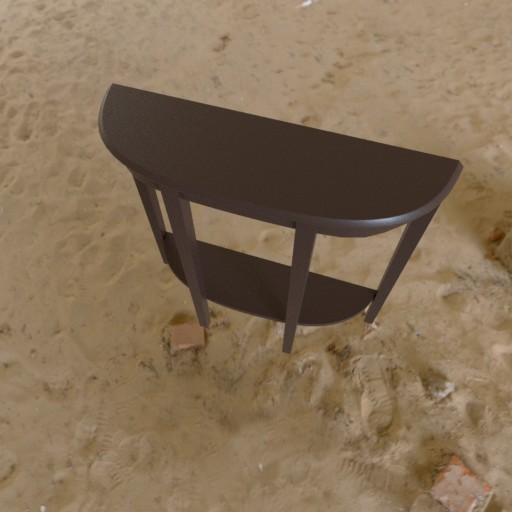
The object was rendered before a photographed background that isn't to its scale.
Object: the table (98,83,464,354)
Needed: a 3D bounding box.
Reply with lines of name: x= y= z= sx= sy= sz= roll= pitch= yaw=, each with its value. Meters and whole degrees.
table: x=0.000 y=0.000 z=1.356 sx=0.909 sy=0.831 sz=0.274 roll=16 pitch=59 yaw=10
